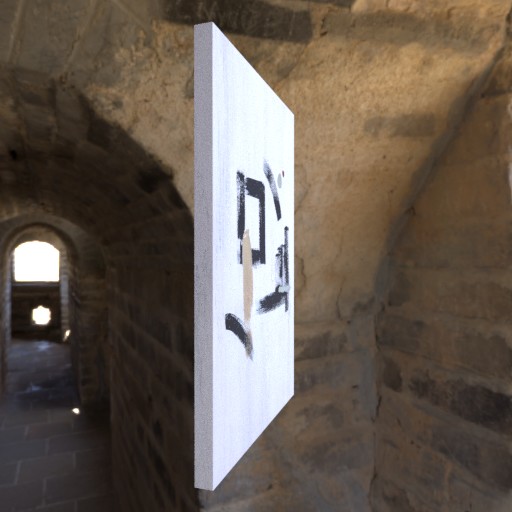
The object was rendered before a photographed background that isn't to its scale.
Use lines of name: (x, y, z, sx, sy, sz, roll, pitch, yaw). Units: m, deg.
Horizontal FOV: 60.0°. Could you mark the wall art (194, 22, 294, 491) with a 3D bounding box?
wall art: (0.000, 0.000, 1.163, 0.043, 0.914, 0.624, 0, 1, 20)
